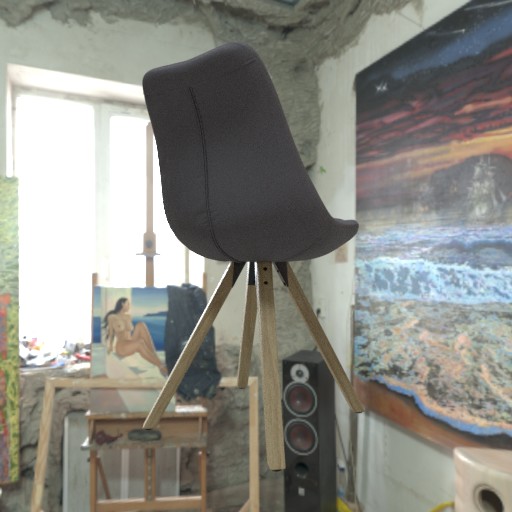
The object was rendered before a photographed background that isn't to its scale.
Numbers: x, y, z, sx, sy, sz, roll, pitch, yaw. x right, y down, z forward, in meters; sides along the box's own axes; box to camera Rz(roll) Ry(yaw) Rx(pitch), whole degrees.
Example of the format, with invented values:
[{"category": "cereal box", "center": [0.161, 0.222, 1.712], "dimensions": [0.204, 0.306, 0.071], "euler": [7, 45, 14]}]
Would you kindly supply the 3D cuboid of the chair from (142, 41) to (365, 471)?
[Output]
[{"category": "chair", "center": [0.000, 0.000, 1.172], "dimensions": [0.483, 0.865, 0.547], "euler": [0, 0, 35]}]
